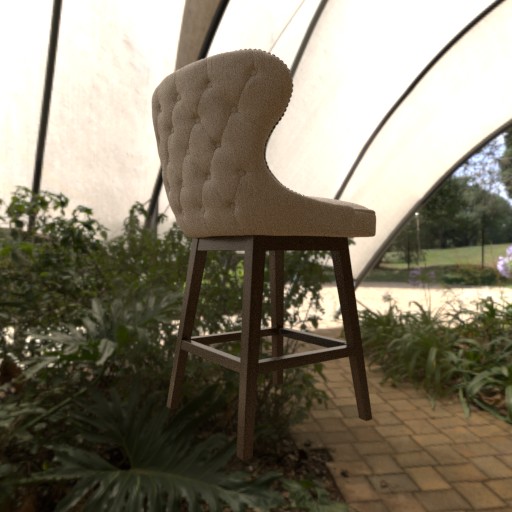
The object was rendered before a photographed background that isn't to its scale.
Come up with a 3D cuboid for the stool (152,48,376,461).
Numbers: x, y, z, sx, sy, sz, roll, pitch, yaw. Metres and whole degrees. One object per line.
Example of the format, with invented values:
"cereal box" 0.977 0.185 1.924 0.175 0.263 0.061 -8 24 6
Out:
"stool" 0.000 0.000 1.346 0.597 0.972 0.615 0 1 -35
